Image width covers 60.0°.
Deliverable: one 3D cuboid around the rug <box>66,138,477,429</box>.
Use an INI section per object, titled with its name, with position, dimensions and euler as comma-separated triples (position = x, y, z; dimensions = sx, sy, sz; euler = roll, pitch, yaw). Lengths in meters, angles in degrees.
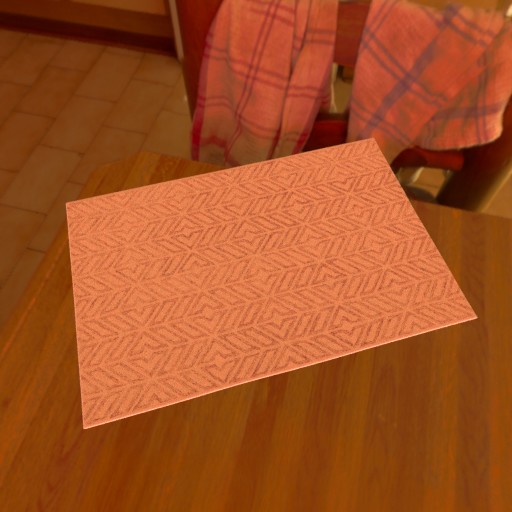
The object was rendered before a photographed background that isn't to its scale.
[rug]
position = 0.000, 0.000, 2.265
dimensions = 1.828, 0.007, 1.220
euler = -14, 60, -8
